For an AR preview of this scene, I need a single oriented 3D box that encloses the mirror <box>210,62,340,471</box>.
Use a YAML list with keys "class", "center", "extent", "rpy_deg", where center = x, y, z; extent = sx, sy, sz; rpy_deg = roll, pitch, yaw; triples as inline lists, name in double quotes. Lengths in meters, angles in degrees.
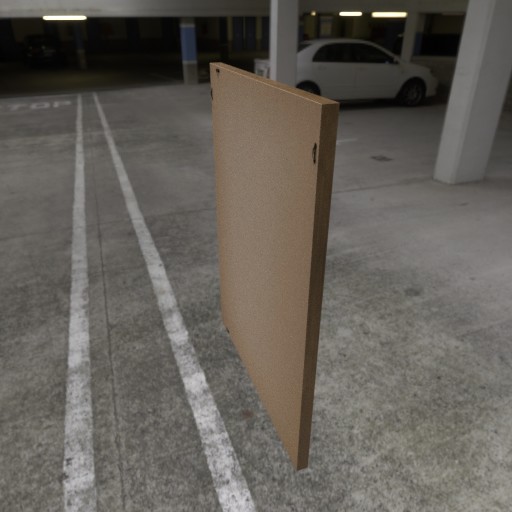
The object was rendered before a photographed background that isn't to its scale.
- class: "mirror"
  center: [0.000, 0.000, 1.349]
  extent: [0.041, 1.016, 0.762]
  rpy_deg: [-10, 30, -18]
